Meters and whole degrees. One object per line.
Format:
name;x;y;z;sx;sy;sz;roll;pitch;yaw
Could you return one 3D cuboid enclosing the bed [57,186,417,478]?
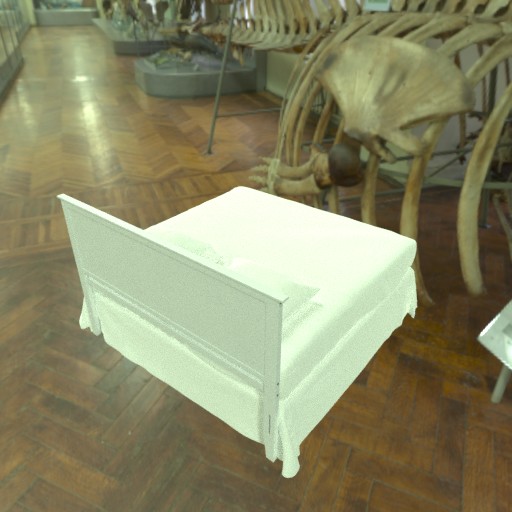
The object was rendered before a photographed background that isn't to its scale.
bed;0.000;0.000;3.692;2.317;1.273;2.215;23;38;33
